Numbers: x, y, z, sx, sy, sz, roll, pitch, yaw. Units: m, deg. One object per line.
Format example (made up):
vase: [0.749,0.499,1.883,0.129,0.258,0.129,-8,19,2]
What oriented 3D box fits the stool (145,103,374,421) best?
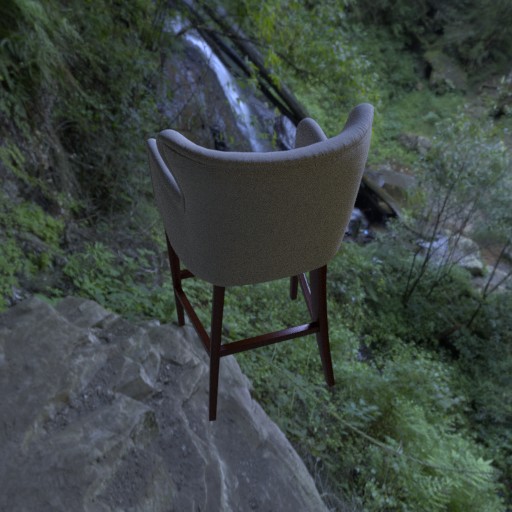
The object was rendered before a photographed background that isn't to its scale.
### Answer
stool: [0.000,0.000,1.442,0.556,1.034,0.563,-12,41,-13]
